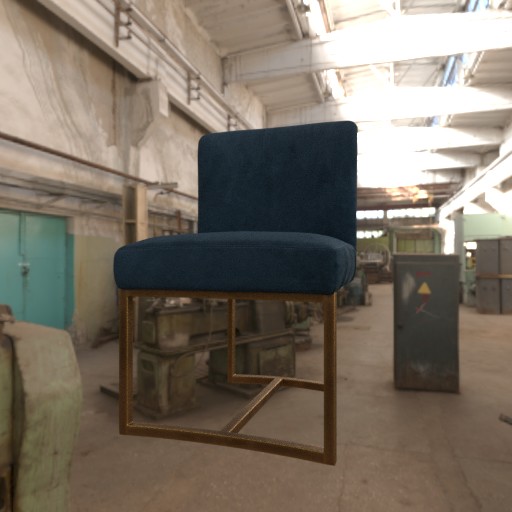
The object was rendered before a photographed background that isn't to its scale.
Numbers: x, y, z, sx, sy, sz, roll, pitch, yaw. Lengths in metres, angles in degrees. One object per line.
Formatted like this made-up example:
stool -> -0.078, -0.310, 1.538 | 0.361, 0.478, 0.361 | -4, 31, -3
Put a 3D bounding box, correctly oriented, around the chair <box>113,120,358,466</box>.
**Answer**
chair -> 0.000, 0.000, 1.190 | 0.530, 0.824, 0.560 | 0, 0, 18
